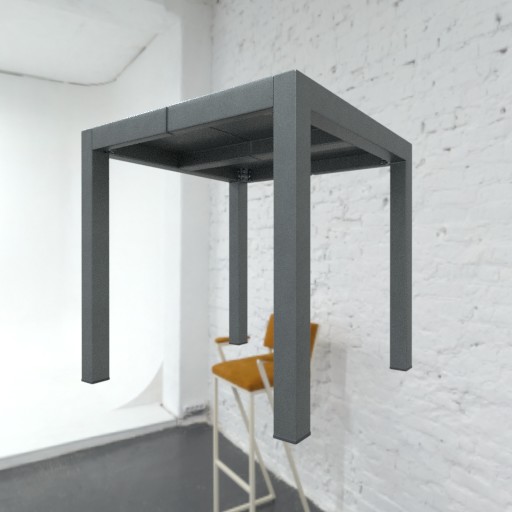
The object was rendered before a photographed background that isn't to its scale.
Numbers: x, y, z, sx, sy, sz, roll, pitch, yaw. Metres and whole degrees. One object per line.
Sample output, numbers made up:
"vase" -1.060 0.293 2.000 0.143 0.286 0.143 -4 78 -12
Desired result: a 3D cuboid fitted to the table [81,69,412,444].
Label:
"table" 0.000 0.000 0.951 0.508 0.508 0.508 0 0 36
